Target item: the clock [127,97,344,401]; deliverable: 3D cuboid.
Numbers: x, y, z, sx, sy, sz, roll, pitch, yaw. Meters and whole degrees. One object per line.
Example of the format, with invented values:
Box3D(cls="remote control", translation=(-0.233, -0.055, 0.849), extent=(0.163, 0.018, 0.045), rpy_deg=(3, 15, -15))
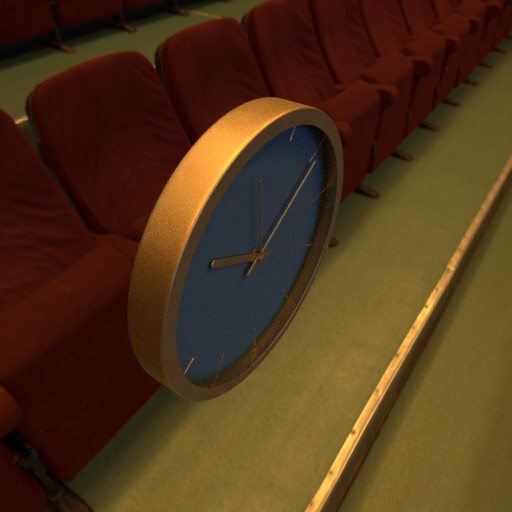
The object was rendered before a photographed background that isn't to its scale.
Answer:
Box3D(cls="clock", translation=(0.000, 0.000, 0.466), extent=(0.040, 0.314, 0.314), rpy_deg=(25, 47, 26))
